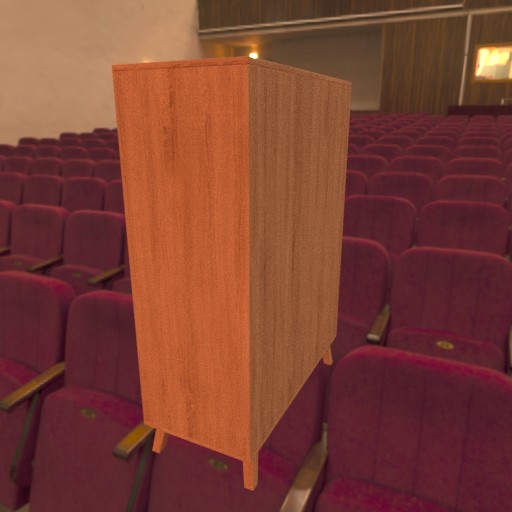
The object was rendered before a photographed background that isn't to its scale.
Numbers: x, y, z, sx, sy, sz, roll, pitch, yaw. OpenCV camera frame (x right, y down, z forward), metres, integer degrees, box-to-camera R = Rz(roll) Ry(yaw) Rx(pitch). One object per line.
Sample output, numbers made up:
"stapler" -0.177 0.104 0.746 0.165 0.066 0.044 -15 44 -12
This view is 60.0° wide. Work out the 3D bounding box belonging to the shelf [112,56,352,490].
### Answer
"shelf" 0.000 0.000 1.834 0.450 1.390 1.000 8 19 25
